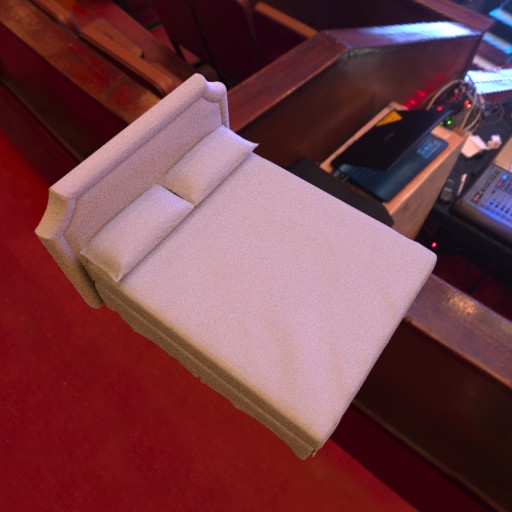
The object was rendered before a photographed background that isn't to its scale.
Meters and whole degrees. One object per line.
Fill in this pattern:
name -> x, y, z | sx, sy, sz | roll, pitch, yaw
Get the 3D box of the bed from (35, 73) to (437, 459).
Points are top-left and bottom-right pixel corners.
bed -> 0.000, 0.000, 3.193 | 2.164, 1.297, 1.828 | 33, 64, 18
